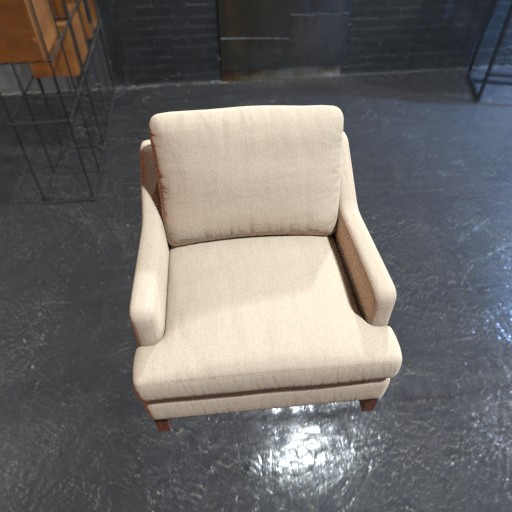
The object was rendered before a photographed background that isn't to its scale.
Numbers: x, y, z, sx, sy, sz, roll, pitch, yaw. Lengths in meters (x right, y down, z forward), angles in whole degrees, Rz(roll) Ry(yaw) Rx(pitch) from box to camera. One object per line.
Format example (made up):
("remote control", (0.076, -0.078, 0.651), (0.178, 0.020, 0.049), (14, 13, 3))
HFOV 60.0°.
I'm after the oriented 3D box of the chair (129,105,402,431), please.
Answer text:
("chair", (0.000, 0.000, 1.744), (0.912, 0.916, 1.001), (-4, 45, -4))
